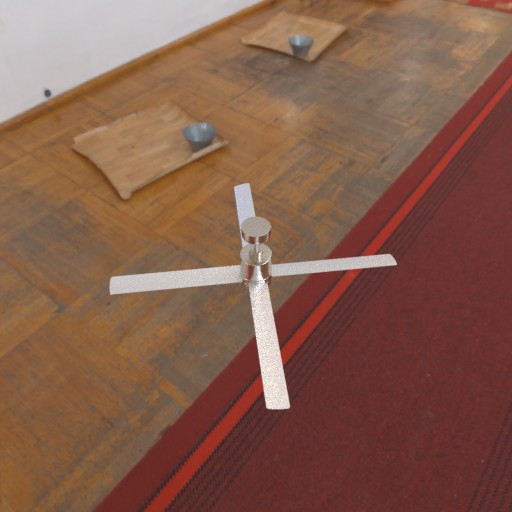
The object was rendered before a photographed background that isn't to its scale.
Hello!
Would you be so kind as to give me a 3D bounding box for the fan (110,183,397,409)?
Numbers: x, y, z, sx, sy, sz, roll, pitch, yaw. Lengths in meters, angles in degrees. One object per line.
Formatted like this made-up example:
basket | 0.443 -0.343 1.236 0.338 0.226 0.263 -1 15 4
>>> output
fan | 0.000 0.000 1.964 1.322 0.355 1.322 -5 47 -5
